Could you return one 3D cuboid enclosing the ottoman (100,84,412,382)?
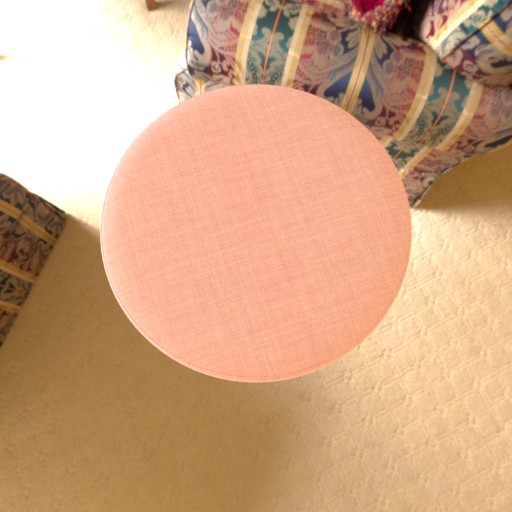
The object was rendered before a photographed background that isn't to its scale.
[{"bbox_3d":[0.000,0.000,0.740,0.400,0.406,0.400,0,75,0],"label":"ottoman"}]
